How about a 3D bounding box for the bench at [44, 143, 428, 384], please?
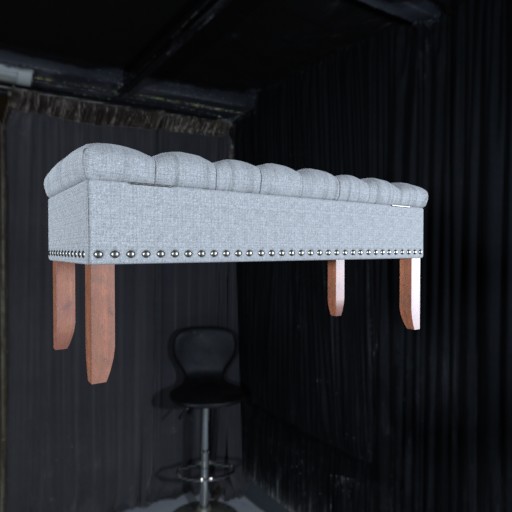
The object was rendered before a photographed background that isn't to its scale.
[{"bbox_3d":[0.000,0.000,1.275,1.052,0.470,0.417,-1,1,-35],"label":"bench"}]
